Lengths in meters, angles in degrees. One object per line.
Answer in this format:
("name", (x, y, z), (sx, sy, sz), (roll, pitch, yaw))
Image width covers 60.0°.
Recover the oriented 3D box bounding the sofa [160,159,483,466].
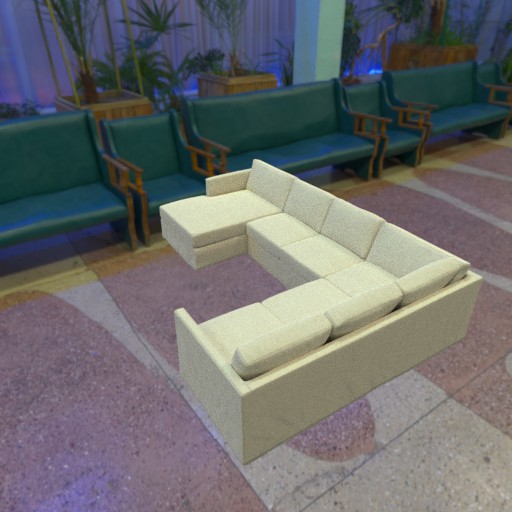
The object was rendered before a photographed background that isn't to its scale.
("sofa", (0.000, 0.000, 4.590), (2.448, 0.882, 3.464), (-18, 35, -28))
